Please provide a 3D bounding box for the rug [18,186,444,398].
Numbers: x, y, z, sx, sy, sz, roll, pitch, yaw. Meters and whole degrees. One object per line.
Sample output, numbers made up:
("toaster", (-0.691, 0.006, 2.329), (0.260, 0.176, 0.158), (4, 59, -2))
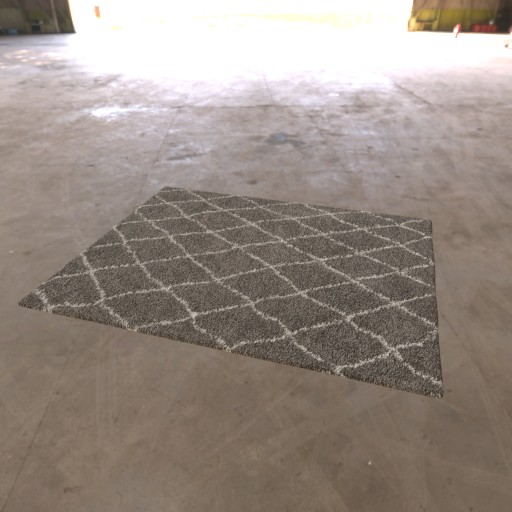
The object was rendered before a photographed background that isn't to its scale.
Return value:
("rug", (0.000, 0.000, 3.965), (3.047, 0.029, 2.438), (9, 32, 15))
